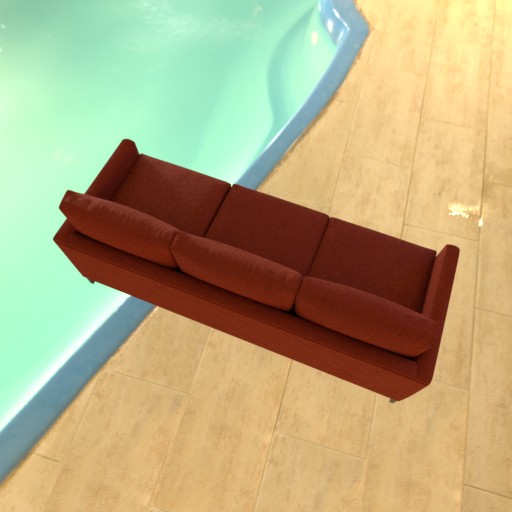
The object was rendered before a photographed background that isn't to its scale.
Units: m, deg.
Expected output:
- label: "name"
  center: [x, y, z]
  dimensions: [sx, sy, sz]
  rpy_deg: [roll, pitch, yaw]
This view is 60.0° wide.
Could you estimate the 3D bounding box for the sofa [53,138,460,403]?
- label: "sofa"
  center: [0.000, 0.000, 2.732]
  dimensions: [2.252, 0.879, 0.875]
  rpy_deg: [20, 64, 10]
